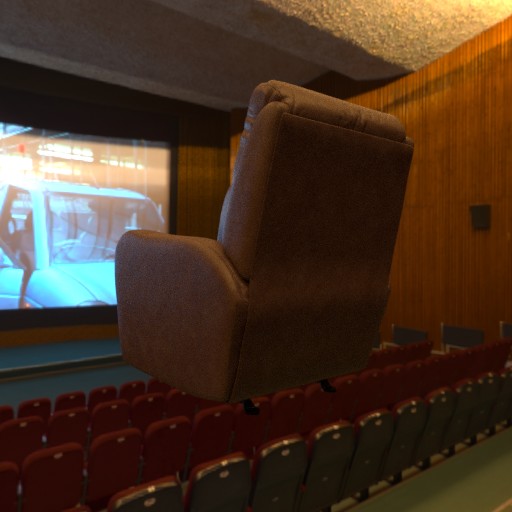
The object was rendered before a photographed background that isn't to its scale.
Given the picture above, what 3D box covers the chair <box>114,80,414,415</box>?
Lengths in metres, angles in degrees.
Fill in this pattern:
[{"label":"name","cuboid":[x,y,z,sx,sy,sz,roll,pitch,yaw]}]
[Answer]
[{"label":"chair","cuboid":[0.000,0.000,1.832,0.865,1.067,1.067,0,1,-38]}]
